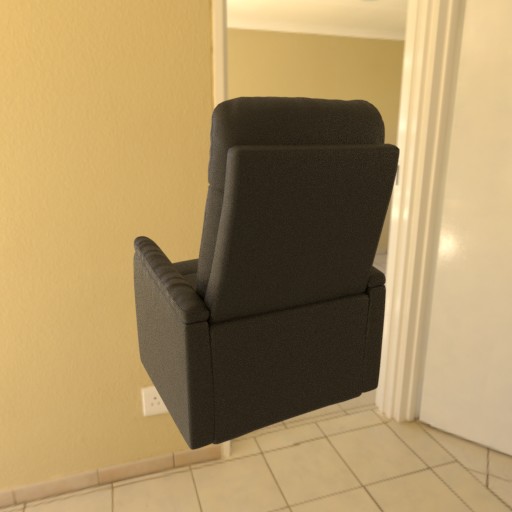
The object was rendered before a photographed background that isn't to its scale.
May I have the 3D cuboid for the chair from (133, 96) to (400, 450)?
[{"bbox_3d":[0.000,0.000,1.651,0.775,1.082,0.831,-8,17,-27],"label":"chair"}]
